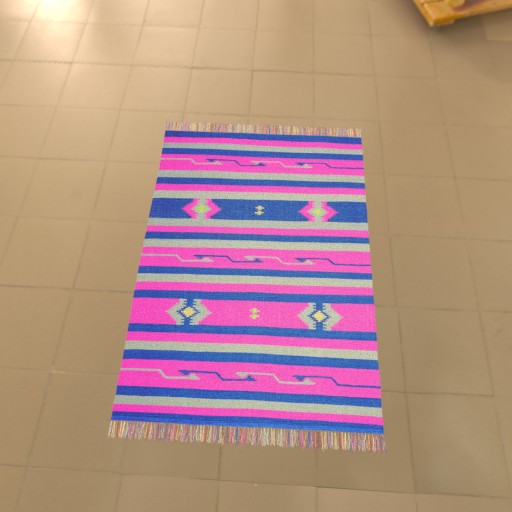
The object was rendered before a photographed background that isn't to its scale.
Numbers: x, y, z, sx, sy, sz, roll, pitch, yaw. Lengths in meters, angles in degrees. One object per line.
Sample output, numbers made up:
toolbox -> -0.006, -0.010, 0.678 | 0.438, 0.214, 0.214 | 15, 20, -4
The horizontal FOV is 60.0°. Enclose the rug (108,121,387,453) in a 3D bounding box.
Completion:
rug -> 0.000, 0.000, 2.951 | 1.539, 0.013, 2.350 | 3, 63, 1
